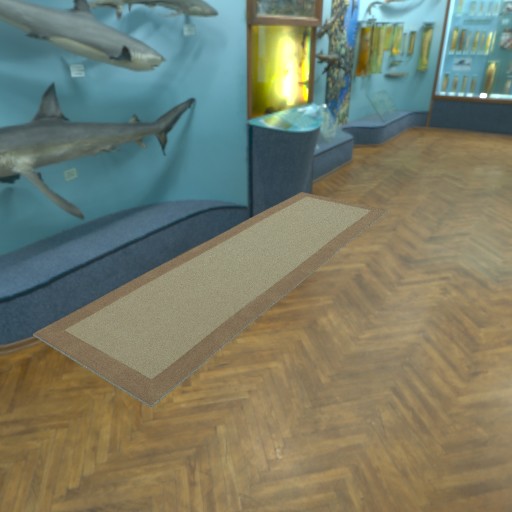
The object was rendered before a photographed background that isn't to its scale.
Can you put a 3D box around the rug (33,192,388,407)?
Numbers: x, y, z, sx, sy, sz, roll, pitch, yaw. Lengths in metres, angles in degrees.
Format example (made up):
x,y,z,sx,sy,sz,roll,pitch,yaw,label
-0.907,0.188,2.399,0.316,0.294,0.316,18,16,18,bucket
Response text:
x,y,z,sx,sy,sz,roll,pitch,yaw,label
0.000,0.000,2.683,0.767,0.012,2.430,17,31,31,rug
